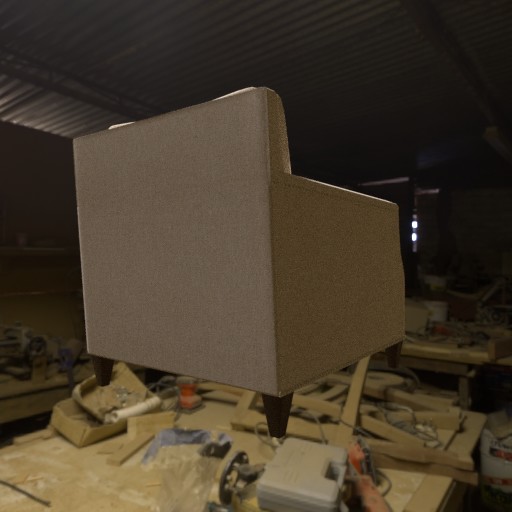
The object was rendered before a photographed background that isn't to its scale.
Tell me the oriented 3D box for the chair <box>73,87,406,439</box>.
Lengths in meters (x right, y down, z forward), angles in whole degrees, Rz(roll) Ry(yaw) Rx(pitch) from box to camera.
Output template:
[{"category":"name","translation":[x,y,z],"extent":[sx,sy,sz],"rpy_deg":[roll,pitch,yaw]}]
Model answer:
[{"category":"chair","translation":[0.000,0.000,1.717],"extent":[0.838,0.940,1.041],"rpy_deg":[0,0,36]}]
